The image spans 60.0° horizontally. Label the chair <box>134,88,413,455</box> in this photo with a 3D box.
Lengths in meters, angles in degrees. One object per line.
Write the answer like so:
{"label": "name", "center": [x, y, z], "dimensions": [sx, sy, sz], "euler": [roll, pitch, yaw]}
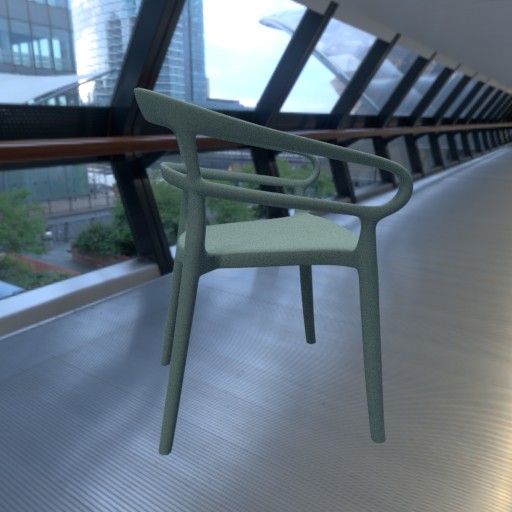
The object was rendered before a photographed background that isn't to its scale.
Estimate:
{"label": "chair", "center": [0.000, 0.000, 1.094], "dimensions": [0.527, 0.761, 0.559], "euler": [-3, 16, -11]}
